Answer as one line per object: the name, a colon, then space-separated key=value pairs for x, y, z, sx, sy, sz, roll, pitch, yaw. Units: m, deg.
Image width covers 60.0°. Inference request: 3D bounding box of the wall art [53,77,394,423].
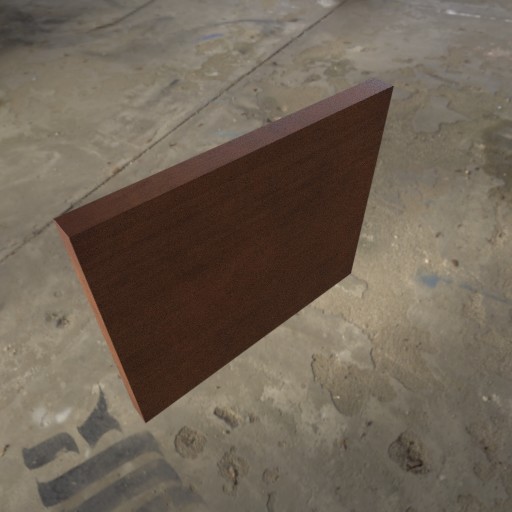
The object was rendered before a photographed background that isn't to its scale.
wall art: x=0.000 y=0.000 z=0.554 sx=0.401 sy=0.328 sz=0.030 roll=-31 pitch=53 yaw=-27
